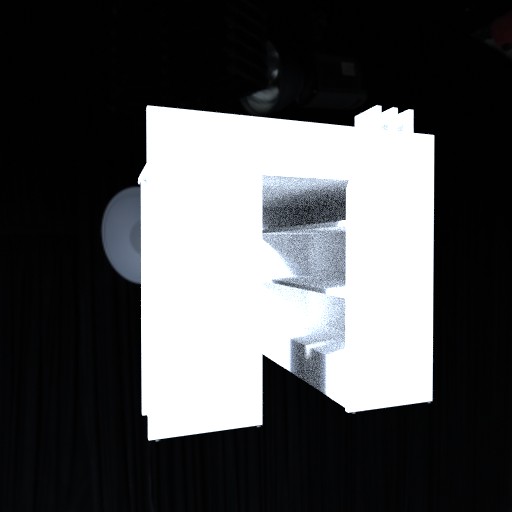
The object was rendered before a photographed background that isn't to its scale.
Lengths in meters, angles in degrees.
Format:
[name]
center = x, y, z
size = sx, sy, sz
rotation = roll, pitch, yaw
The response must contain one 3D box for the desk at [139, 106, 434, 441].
[desk]
center = 0.000, 0.000, 1.786
size = 0.940, 0.986, 0.940
rotation = 0, 1, -19
